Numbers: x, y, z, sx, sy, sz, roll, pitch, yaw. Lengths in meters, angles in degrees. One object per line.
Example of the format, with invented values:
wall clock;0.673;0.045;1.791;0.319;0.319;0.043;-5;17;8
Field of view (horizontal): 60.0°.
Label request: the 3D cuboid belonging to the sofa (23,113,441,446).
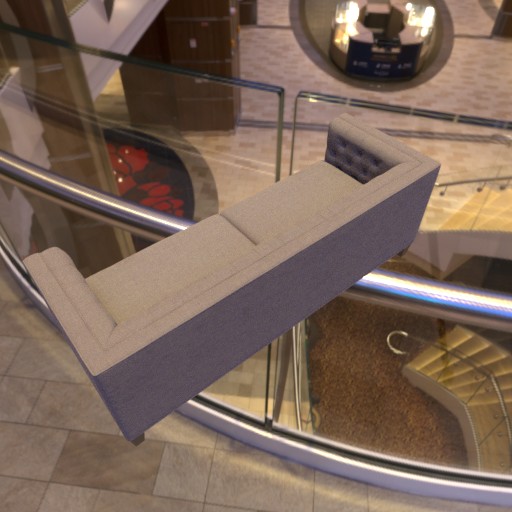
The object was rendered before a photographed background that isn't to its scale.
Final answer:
sofa;0.000;0.000;2.572;2.159;0.762;0.775;-30;53;-26
